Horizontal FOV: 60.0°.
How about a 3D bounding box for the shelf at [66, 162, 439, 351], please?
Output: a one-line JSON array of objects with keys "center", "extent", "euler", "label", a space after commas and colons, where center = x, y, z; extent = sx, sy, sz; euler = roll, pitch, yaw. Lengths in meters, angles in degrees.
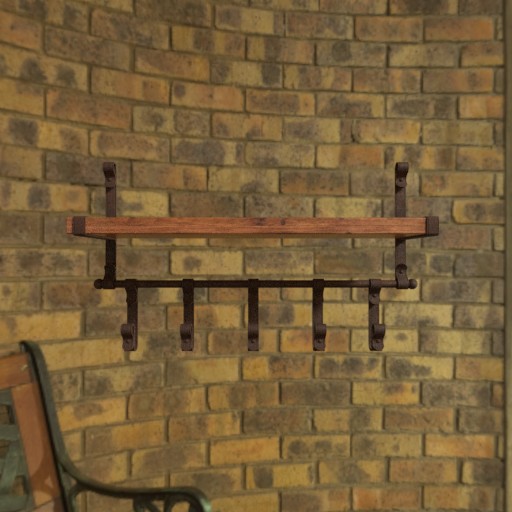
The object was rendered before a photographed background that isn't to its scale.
[{"center": [0.000, 0.000, 0.714], "extent": [0.567, 0.330, 0.146], "euler": [0, 0, 0], "label": "shelf"}]
